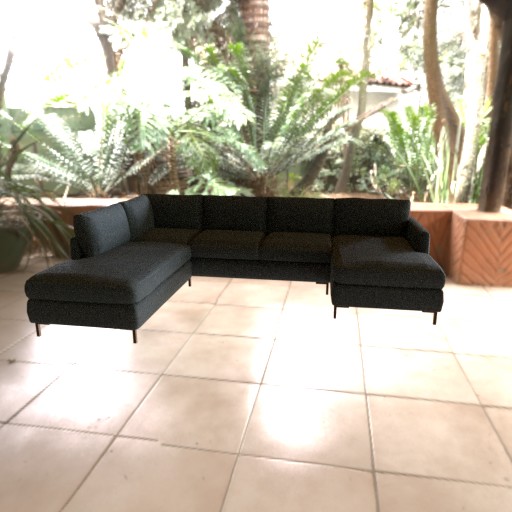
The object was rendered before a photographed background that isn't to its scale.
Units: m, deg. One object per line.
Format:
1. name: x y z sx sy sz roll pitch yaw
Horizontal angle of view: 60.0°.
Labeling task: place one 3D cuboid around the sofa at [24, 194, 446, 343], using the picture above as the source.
1. sofa: 0.000 0.000 3.501 2.737 0.753 1.879 2 15 9
